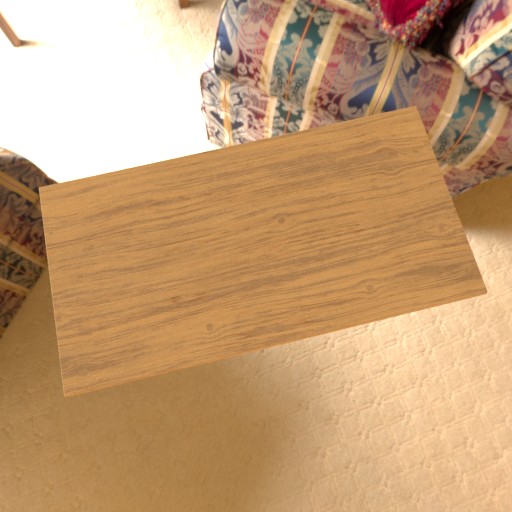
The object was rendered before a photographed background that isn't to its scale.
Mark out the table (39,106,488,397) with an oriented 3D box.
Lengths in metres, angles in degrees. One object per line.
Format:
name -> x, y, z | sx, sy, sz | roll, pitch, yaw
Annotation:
table -> 0.000, 0.000, 1.647 | 1.331, 0.445, 0.693 | -13, 75, -4
